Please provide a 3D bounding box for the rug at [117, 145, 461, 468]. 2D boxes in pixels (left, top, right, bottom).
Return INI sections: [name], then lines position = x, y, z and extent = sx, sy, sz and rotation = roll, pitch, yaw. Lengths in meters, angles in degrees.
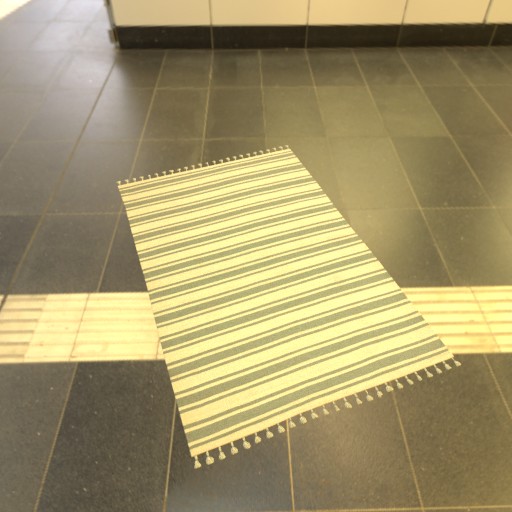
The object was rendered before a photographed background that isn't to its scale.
[rug]
position = 0.000, 0.000, 3.058
extent = 1.539, 0.011, 2.410
rotation = -15, 48, -14
